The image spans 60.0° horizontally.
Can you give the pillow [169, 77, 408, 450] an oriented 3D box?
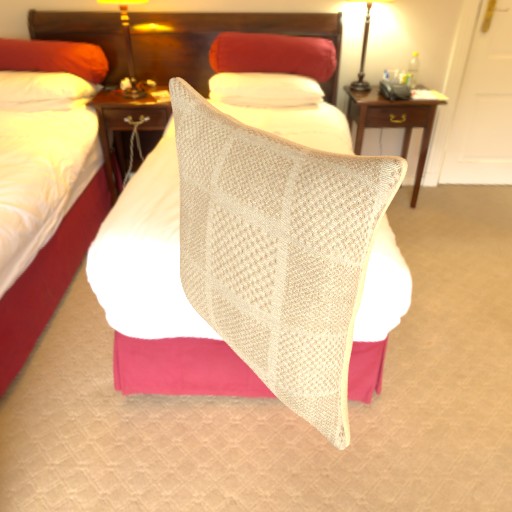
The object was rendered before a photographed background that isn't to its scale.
[{"bbox_3d":[0.000,0.000,0.657,0.138,0.432,0.436,-22,39,-30],"label":"pillow"}]
